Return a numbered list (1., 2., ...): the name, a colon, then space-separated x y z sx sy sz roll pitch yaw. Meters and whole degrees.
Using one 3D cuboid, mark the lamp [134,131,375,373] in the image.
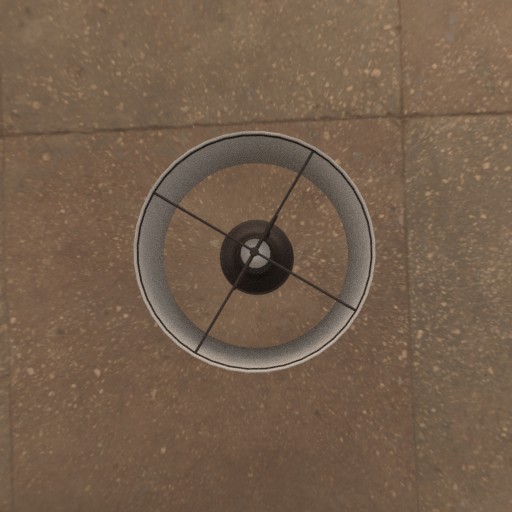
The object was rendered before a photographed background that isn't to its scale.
1. lamp: 0.000 0.000 0.657 0.251 0.509 0.251 0 89 0
